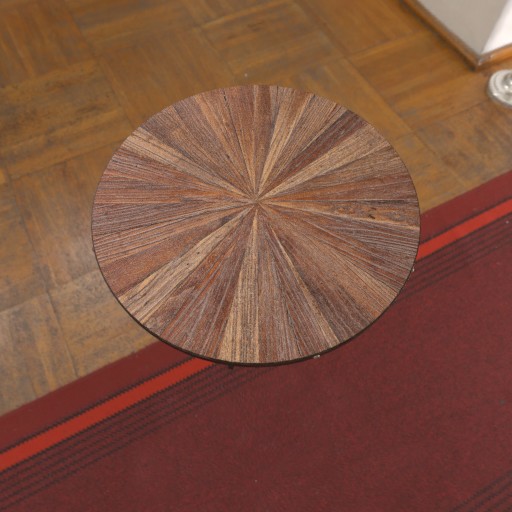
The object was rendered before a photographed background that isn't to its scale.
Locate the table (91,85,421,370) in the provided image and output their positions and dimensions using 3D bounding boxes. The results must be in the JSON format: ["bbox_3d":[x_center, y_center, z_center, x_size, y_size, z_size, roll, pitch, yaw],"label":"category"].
[{"bbox_3d":[0.000,0.000,1.495,0.885,0.658,0.885,0,63,0],"label":"table"}]
